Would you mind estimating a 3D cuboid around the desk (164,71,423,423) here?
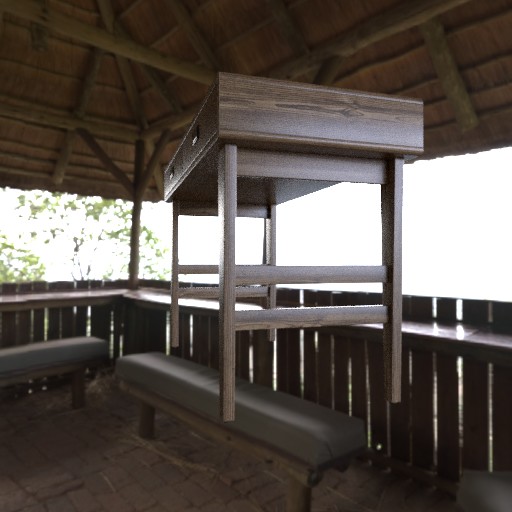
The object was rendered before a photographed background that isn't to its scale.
[{"bbox_3d":[0.000,0.000,1.497,0.508,0.755,1.067,0,-1,-18],"label":"desk"}]
